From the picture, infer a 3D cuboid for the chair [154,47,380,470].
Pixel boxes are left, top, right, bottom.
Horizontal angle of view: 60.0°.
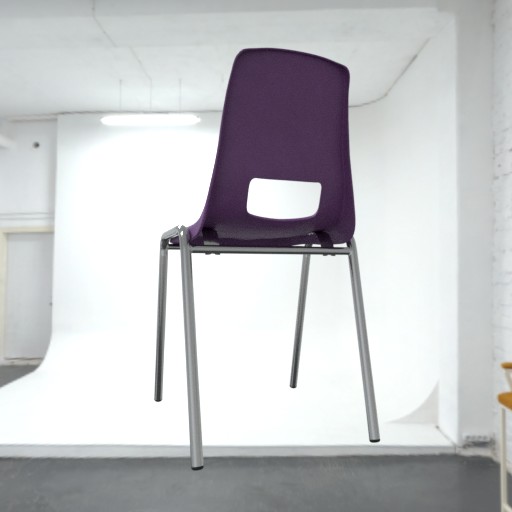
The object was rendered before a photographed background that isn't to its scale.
[{"bbox_3d":[0.000,0.000,0.958,0.381,0.704,0.432,0,-1,-20],"label":"chair"}]
